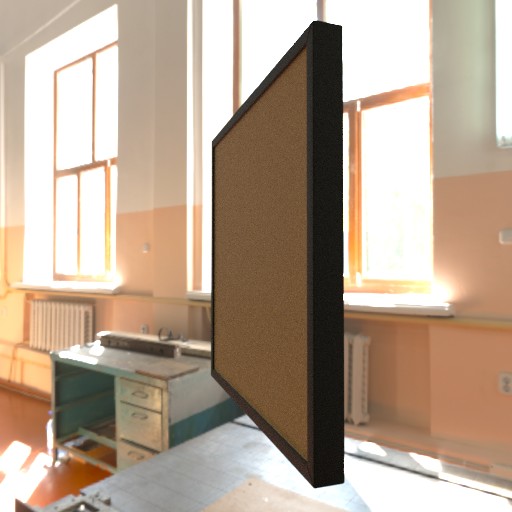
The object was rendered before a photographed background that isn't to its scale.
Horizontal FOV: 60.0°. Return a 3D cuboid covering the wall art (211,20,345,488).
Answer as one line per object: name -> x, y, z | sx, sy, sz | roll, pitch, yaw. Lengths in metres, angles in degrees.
wall art -> 0.000, 0.000, 0.725 | 0.037, 0.508, 0.508 | 0, -1, -18
